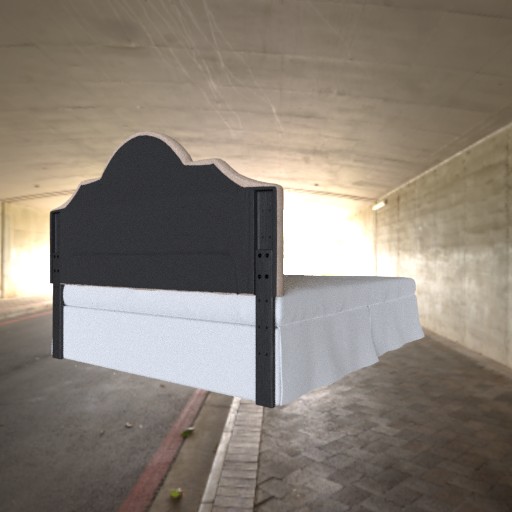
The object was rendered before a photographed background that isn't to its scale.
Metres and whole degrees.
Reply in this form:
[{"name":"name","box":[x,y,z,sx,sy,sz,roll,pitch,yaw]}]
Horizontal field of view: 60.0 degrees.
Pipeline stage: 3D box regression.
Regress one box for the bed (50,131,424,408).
[{"name":"bed","box":[0.000,0.000,2.933,1.667,1.194,1.970,0,0,35]}]
